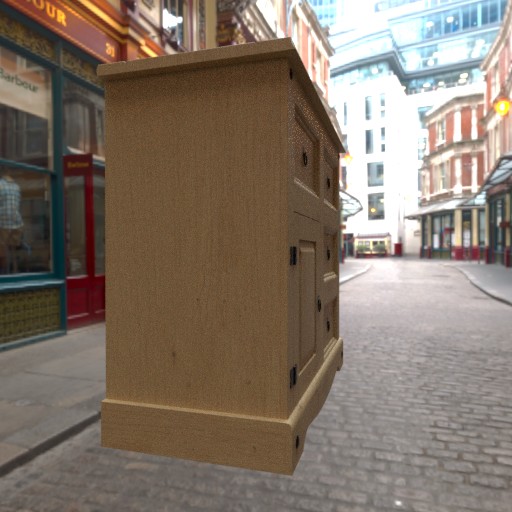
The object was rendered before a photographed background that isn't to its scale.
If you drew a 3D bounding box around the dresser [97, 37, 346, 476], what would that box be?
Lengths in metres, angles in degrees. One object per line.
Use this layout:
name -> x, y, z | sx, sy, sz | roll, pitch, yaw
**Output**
dresser -> 0.000, 0.000, 1.337 | 0.440, 0.835, 0.915 | 0, 1, 17
